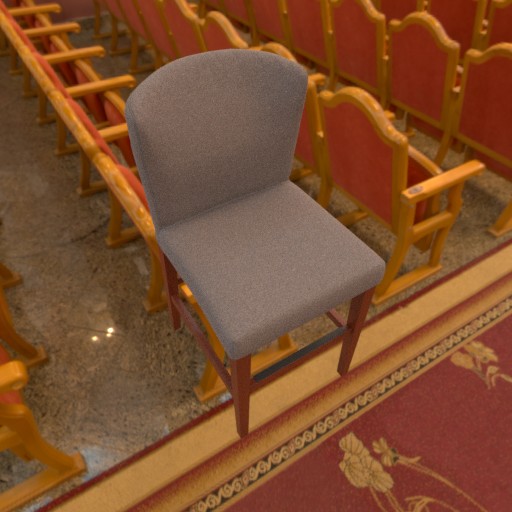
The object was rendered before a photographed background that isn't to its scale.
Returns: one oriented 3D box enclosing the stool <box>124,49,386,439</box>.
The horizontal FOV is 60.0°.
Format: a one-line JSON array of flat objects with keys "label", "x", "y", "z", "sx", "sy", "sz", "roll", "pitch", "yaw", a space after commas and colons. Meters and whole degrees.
[{"label": "stool", "x": 0.000, "y": 0.000, "z": 1.282, "sx": 0.481, "sy": 0.968, "sz": 0.568, "roll": -24, "pitch": 50, "yaw": -22}]
